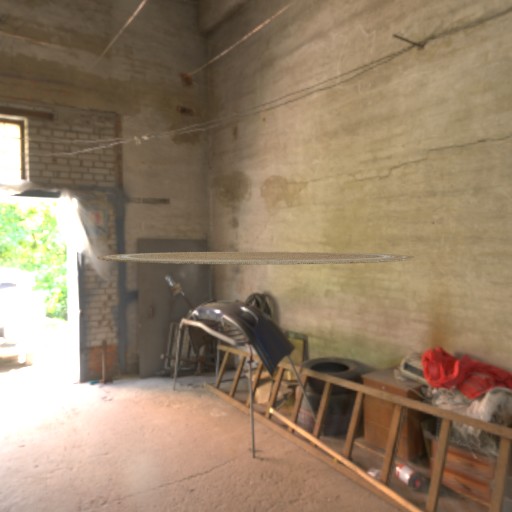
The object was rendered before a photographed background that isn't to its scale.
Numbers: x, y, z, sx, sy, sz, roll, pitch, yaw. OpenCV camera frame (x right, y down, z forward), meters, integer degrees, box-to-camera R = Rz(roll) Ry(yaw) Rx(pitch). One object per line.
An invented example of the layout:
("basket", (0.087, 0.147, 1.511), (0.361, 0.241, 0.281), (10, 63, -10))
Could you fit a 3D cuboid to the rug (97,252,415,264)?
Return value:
("rug", (0.000, 0.000, 3.621), (2.444, 0.015, 2.444), (0, 2, 0))
